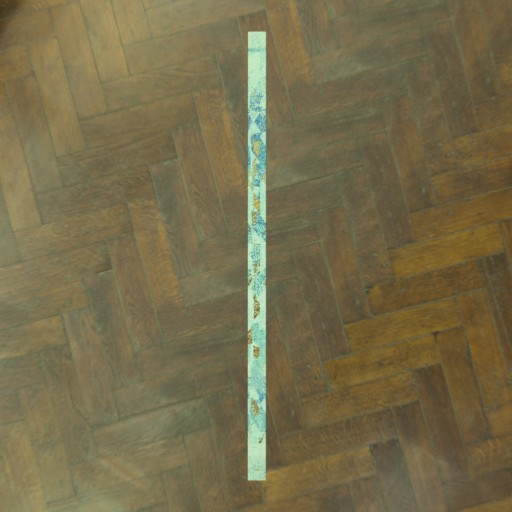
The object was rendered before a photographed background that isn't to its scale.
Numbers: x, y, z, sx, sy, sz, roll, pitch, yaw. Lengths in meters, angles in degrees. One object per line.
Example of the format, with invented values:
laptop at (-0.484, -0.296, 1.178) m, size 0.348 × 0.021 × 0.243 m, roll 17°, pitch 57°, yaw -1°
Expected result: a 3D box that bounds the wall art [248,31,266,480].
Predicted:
wall art at (0.000, 0.000, 1.361) m, size 0.040 × 0.916 × 0.916 m, roll 0°, pitch 90°, yaw 0°
